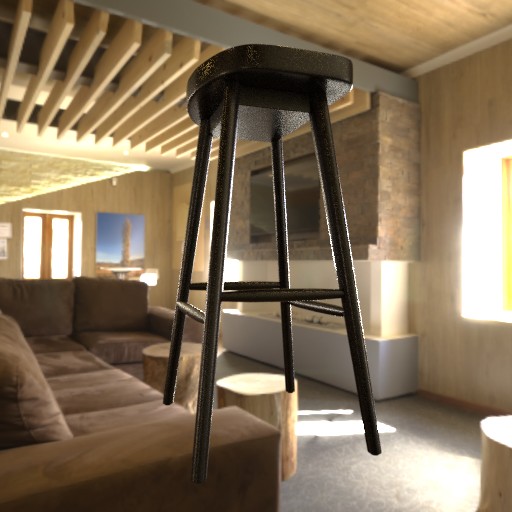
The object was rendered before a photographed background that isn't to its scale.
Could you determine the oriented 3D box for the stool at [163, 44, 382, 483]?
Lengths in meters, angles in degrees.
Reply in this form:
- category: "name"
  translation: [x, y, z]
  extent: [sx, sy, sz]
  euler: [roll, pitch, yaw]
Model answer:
- category: "stool"
  translation: [0.000, 0.000, 0.984]
  extent: [0.361, 0.749, 0.440]
  euler: [0, -1, -18]
